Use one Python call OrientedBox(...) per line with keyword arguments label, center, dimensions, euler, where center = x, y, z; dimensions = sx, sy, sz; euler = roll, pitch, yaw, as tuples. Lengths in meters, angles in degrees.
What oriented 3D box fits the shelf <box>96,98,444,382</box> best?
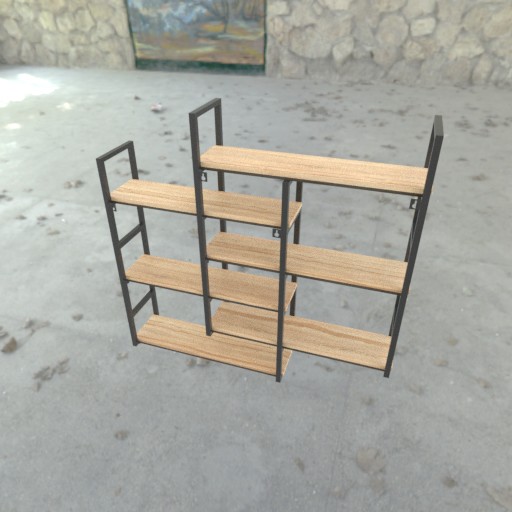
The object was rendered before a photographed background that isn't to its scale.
OrientedBox(label="shelf", center=(0.000, 0.000, 1.424), dimensions=(0.946, 0.921, 0.183), euler=(10, 33, 15))
